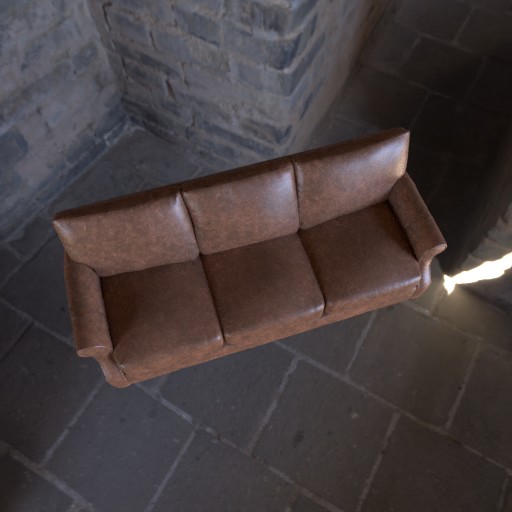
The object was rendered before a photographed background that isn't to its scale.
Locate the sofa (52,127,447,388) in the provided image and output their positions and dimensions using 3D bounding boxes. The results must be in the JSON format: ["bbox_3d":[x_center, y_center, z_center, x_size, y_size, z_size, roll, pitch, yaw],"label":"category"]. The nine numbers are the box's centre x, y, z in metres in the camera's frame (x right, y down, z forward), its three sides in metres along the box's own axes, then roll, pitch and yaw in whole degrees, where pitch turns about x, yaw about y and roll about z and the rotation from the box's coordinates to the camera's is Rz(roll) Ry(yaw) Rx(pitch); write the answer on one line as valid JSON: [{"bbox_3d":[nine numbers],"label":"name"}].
[{"bbox_3d":[0.000,0.000,2.885,2.351,0.977,0.973,-16,64,-8],"label":"sofa"}]
